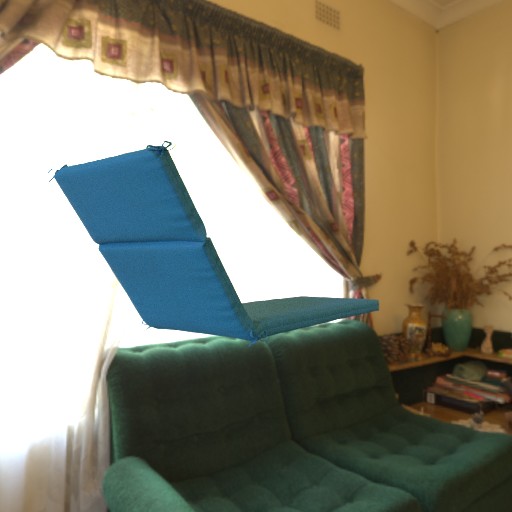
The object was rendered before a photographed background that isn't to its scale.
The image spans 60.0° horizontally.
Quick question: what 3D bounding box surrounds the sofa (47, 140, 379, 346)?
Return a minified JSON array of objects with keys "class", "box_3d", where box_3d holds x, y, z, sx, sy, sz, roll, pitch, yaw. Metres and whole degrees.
[{"class":"sofa","box_3d":[0.000,0.000,1.981,0.582,0.622,1.663,-1,-1,36]}]
